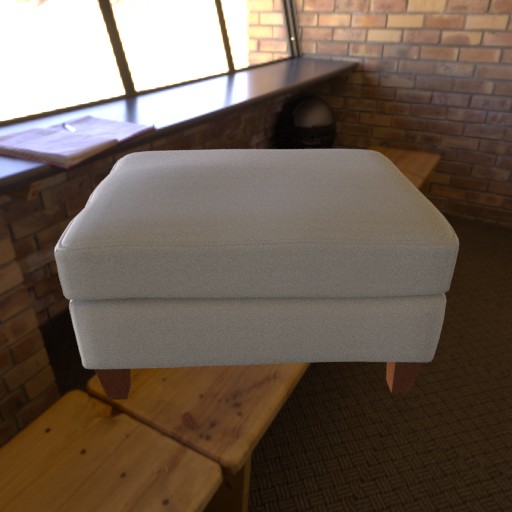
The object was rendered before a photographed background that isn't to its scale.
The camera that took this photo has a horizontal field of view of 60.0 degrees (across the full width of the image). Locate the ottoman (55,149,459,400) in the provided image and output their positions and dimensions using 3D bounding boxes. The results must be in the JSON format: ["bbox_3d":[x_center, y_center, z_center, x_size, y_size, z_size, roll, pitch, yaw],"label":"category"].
[{"bbox_3d":[0.000,0.000,1.210,0.818,0.496,0.634,-1,30,-2],"label":"ottoman"}]
